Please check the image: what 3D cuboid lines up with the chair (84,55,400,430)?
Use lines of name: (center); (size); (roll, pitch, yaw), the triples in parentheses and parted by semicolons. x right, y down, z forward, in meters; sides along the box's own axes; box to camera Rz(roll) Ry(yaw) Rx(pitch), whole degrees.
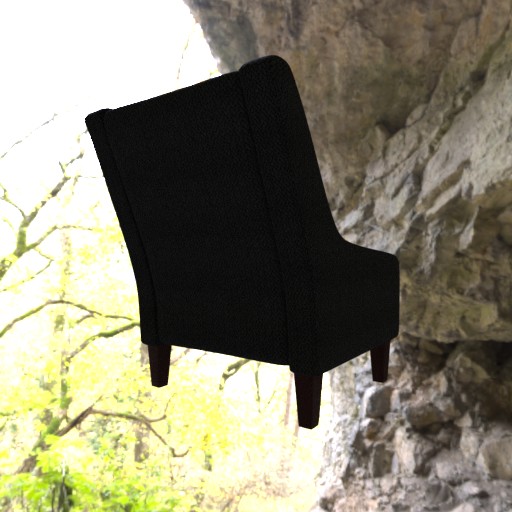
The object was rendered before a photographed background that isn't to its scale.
chair: (0.000, 0.000, 1.665); (0.793, 1.012, 0.944); (1, 1, 37)
